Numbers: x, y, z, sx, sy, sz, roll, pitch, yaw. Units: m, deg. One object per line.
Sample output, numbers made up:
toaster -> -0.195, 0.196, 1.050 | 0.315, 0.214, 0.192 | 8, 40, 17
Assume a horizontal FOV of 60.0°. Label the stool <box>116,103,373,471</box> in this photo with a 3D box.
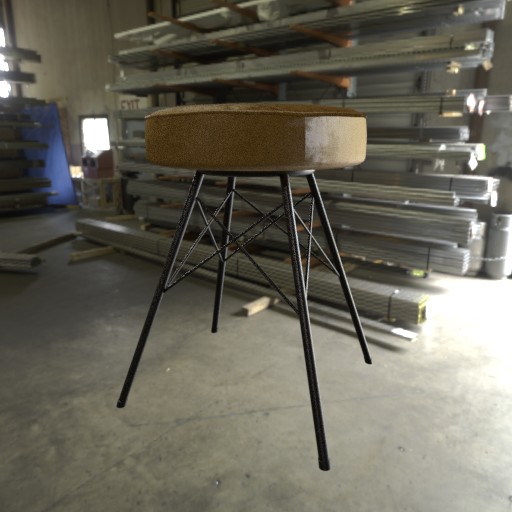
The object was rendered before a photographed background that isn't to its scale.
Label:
stool -> 0.000, 0.000, 0.938 | 0.472, 0.595, 0.438 | 7, 17, 25
